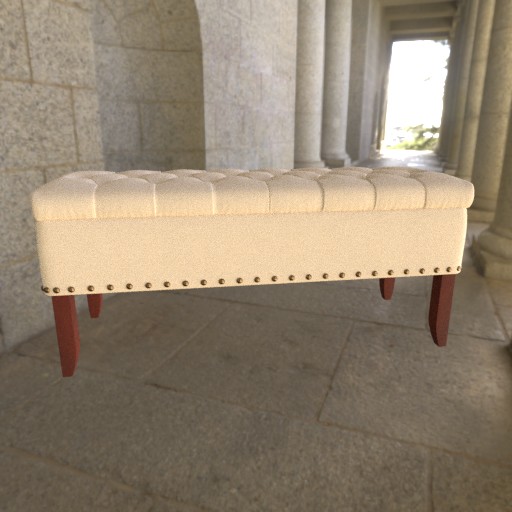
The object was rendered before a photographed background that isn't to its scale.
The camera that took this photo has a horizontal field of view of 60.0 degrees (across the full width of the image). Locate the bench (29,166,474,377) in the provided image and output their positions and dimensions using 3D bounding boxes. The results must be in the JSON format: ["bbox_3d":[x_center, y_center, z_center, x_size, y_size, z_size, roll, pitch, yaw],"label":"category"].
[{"bbox_3d":[0.000,0.000,1.257,1.054,0.470,0.400,-3,17,-9],"label":"bench"}]
